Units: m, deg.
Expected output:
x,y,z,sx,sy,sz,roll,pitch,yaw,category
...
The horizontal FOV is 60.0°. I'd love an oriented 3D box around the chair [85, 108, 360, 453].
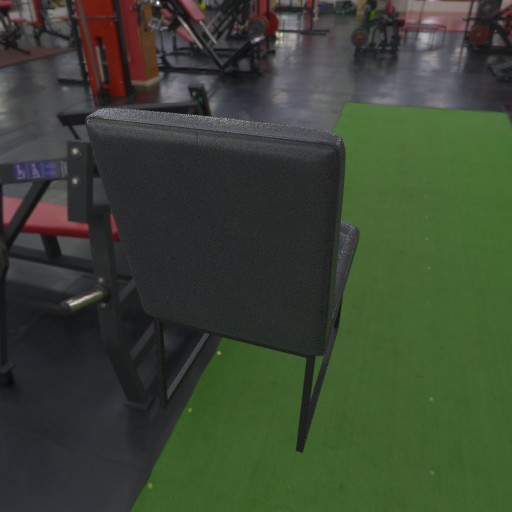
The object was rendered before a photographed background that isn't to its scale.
x,y,z,sx,sy,sz,roll,pitch,yaw,category
0.000,0.000,1.279,0.520,0.930,0.634,11,35,16,chair
